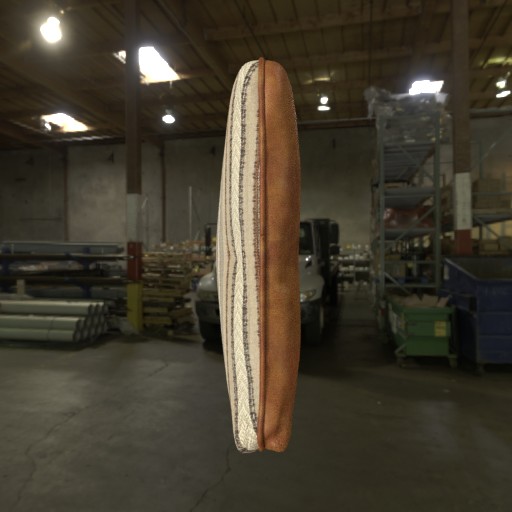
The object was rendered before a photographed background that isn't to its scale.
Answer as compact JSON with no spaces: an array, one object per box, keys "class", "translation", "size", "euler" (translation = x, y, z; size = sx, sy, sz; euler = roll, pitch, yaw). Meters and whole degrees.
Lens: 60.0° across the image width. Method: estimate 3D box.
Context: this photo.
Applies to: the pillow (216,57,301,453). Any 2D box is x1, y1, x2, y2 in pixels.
[{"class":"pillow","translation":[0.000,0.000,0.756],"size":[0.130,0.490,0.489],"euler":[0,1,0]}]
